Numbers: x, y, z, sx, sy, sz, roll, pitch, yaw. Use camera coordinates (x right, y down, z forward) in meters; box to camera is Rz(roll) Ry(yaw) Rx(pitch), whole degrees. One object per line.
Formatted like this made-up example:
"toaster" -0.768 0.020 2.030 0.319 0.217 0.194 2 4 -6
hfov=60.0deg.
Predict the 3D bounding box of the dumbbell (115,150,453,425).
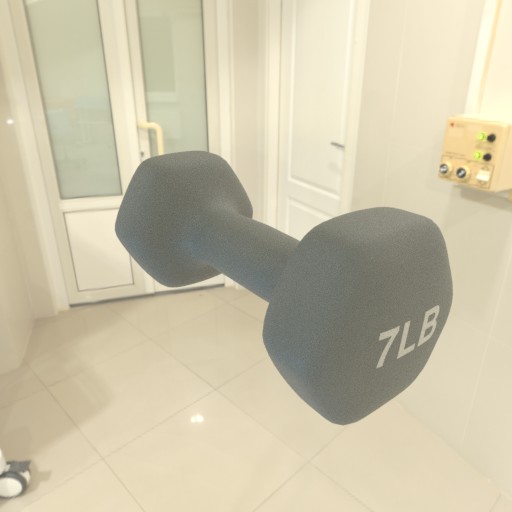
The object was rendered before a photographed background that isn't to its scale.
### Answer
"dumbbell" 0.000 0.000 0.228 0.090 0.081 0.184 -17 30 -33
